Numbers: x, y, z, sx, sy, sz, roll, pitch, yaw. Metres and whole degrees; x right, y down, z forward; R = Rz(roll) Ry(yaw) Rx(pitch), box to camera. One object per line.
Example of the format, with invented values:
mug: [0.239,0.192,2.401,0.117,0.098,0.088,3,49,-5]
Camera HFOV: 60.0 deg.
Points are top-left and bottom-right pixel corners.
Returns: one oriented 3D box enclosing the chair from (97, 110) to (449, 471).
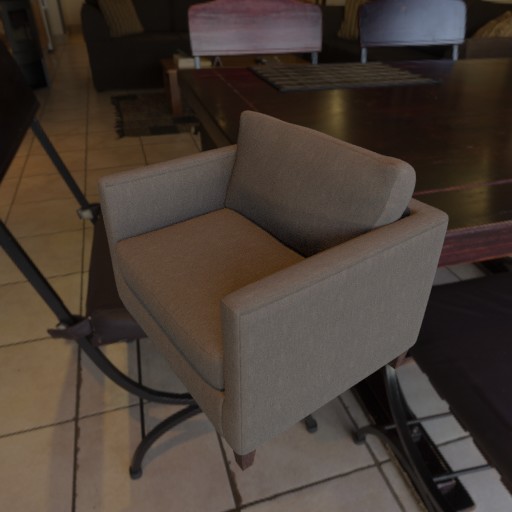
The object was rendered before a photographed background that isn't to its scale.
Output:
chair: [0.000,0.000,1.853,0.959,0.963,1.107,-21,39,-29]
